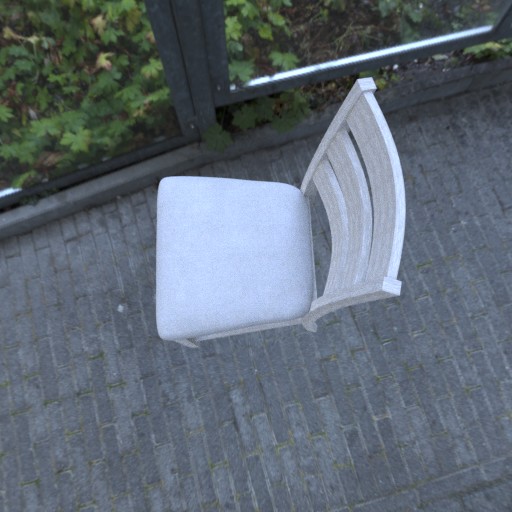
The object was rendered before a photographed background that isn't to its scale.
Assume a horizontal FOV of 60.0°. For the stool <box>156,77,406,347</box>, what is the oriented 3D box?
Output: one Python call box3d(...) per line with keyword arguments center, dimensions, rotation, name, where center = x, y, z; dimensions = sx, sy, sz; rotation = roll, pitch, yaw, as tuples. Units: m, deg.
box3d(center=(0.000, 0.000, 1.328), dimensions=(0.569, 1.032, 0.484), rotation=(-2, 76, -1), name="stool")
